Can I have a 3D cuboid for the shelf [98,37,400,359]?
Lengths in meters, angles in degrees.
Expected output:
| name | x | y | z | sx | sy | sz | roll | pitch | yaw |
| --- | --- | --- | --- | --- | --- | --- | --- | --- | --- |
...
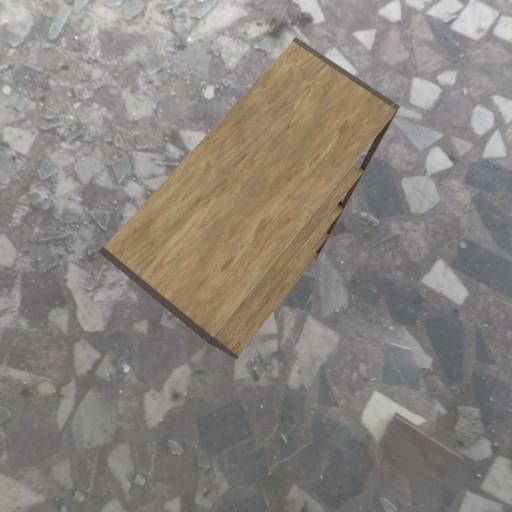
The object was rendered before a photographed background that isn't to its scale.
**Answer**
| name | x | y | z | sx | sy | sz | roll | pitch | yaw |
| --- | --- | --- | --- | --- | --- | --- | --- | --- | --- |
| shelf | 0.000 | 0.000 | 2.117 | 0.386 | 1.803 | 0.874 | 38 | 79 | 9 |
